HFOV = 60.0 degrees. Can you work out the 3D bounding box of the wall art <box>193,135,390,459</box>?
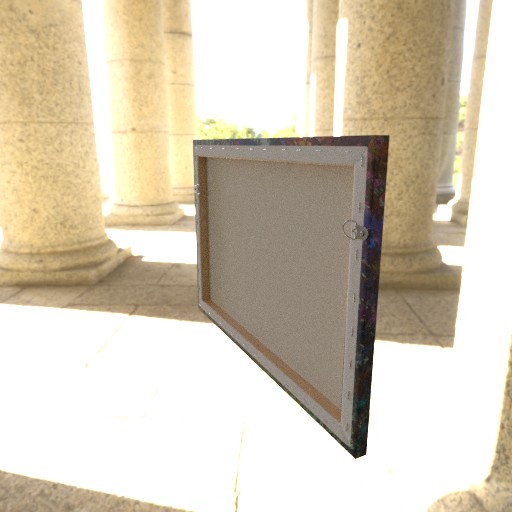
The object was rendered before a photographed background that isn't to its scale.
[{"bbox_3d":[0.000,0.000,1.481,0.042,0.760,1.136,-7,16,-26],"label":"wall art"}]
